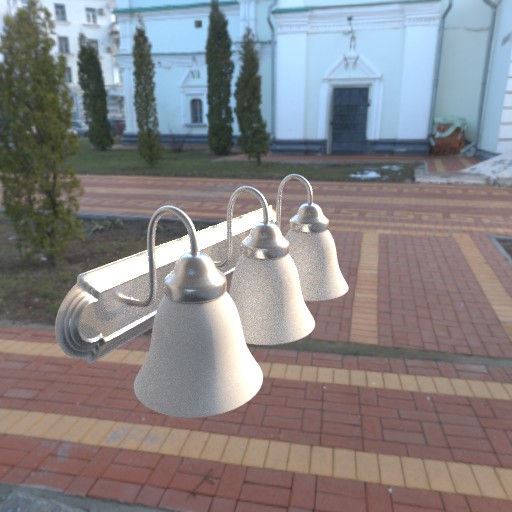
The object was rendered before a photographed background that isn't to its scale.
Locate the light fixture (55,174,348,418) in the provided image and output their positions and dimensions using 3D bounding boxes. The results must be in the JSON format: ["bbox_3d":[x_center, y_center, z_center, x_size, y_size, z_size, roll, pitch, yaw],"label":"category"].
[{"bbox_3d":[0.000,0.000,0.714,0.199,0.222,0.610,8,19,26],"label":"light fixture"}]
